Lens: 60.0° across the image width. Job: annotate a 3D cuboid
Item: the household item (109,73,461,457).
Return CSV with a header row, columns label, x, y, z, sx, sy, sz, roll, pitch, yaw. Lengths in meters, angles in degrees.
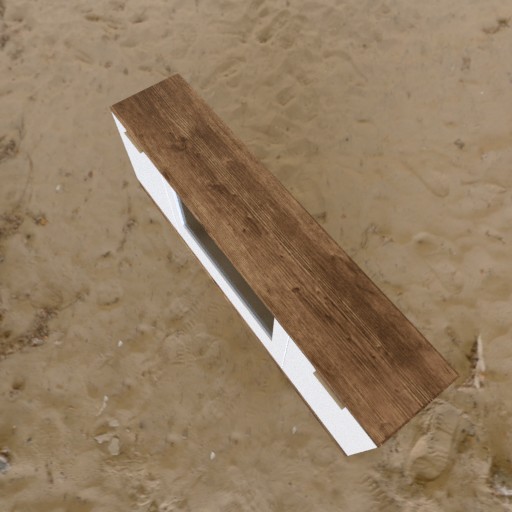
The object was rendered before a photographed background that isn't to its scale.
label,x,y,z,sx,sy,sz,roll,pitch,yaw
household item,0.000,0.000,2.043,0.390,0.615,1.800,-33,68,-16
